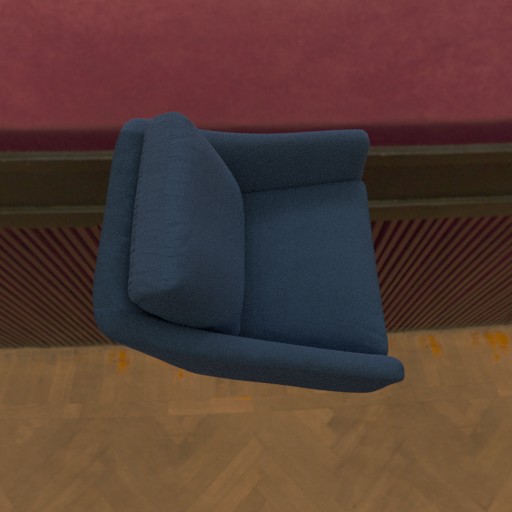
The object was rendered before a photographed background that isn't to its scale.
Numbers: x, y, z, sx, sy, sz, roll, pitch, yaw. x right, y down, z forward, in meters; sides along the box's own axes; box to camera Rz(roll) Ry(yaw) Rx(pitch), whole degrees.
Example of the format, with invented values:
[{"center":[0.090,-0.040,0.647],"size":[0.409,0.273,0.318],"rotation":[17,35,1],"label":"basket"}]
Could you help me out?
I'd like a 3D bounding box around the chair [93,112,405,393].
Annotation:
[{"center":[0.000,0.000,1.700],"size":[0.961,0.899,0.987],"rotation":[-1,65,0],"label":"chair"}]
